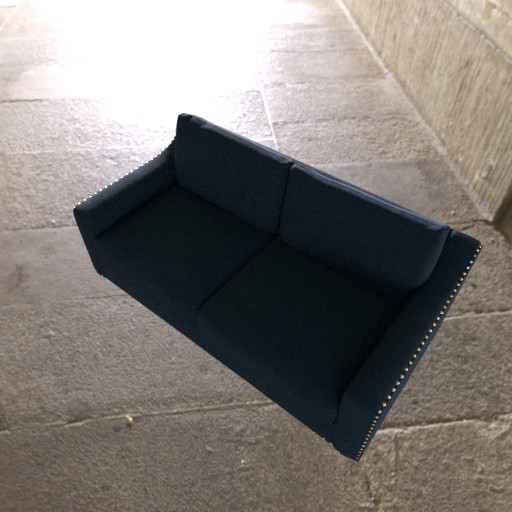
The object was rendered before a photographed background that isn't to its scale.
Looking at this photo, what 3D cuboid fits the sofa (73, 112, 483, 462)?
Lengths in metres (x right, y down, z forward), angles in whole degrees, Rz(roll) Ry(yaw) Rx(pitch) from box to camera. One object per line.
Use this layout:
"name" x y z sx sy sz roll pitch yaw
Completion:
"sofa" 0.000 0.000 2.652 2.107 0.983 1.104 30 54 25
